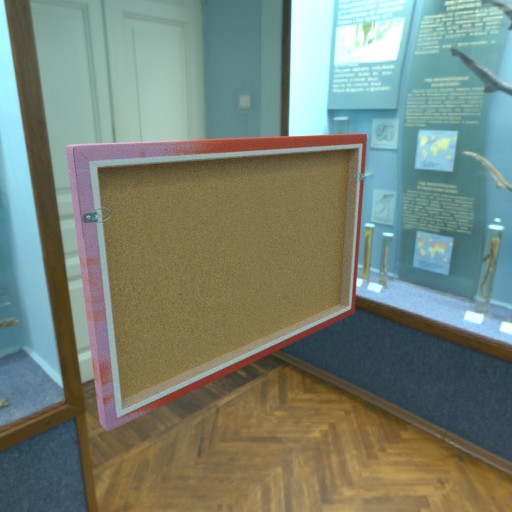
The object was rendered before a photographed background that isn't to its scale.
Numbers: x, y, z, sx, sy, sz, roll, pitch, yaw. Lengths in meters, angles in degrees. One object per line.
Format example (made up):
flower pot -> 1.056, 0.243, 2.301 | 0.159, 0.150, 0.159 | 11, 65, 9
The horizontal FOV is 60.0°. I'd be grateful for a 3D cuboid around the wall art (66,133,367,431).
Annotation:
wall art -> 0.000, 0.000, 1.182 | 0.913, 0.609, 0.040 | -15, 23, -40
